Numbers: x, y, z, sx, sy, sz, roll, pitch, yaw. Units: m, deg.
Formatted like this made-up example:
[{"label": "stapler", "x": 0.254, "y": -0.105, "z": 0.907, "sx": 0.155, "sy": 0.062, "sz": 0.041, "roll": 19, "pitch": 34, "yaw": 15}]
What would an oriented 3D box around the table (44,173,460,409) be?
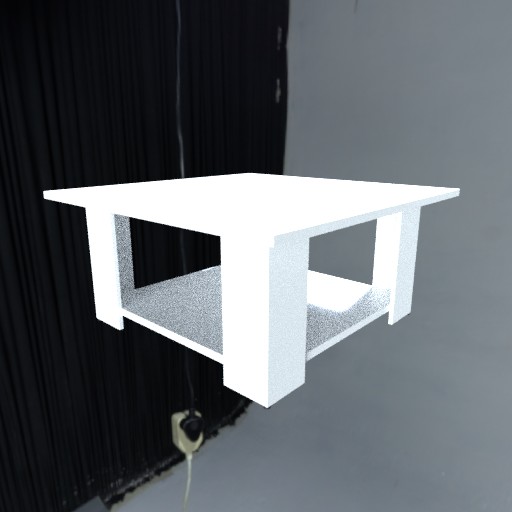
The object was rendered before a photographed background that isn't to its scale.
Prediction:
[{"label": "table", "x": 0.000, "y": 0.000, "z": 1.048, "sx": 0.670, "sy": 0.305, "sz": 0.670, "roll": 13, "pitch": 20, "yaw": 41}]
